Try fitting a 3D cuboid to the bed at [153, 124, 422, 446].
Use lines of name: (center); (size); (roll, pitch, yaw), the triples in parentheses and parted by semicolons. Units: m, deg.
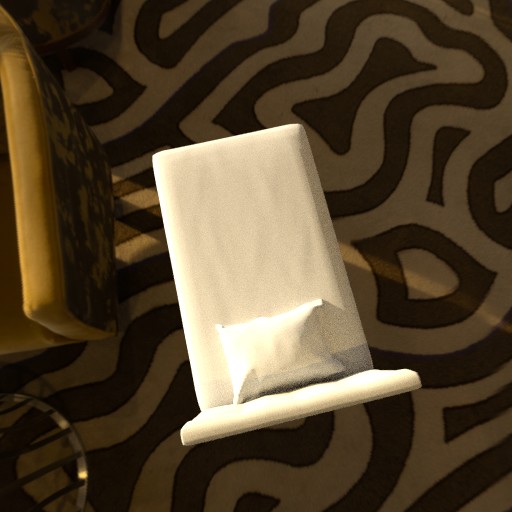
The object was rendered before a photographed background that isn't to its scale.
bed: (0.000, 0.000, 3.009); (1.261, 1.571, 1.997); (-13, 76, -3)
